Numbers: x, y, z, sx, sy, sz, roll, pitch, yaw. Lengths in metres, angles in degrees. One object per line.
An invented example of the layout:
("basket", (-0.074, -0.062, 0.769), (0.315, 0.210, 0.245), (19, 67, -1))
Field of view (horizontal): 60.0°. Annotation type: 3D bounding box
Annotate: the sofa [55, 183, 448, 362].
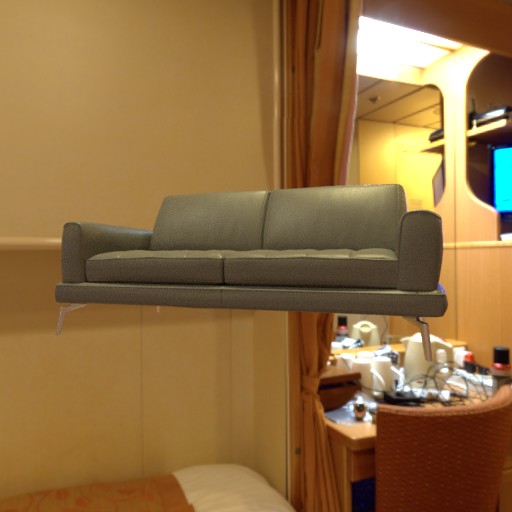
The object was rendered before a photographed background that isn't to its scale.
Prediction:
("sofa", (0.000, 0.000, 2.765), (2.177, 0.930, 1.121), (0, 0, 20))
